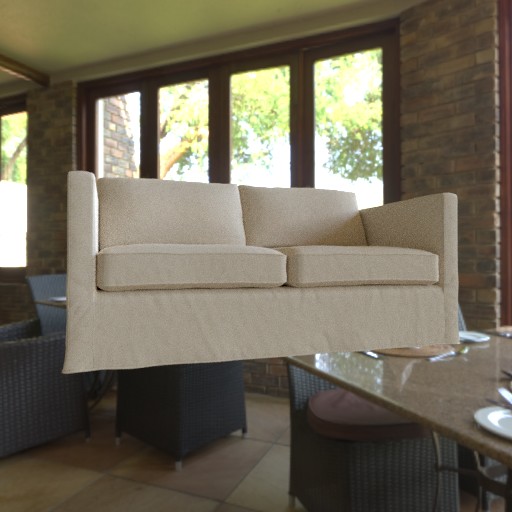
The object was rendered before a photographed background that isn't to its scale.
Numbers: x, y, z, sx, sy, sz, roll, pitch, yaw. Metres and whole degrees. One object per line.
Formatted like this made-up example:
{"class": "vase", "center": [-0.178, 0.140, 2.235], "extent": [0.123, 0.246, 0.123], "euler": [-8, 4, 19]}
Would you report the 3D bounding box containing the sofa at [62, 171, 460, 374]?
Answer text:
{"class": "sofa", "center": [0.000, 0.000, 2.261], "extent": [1.746, 0.834, 0.962], "euler": [0, -1, -18]}
